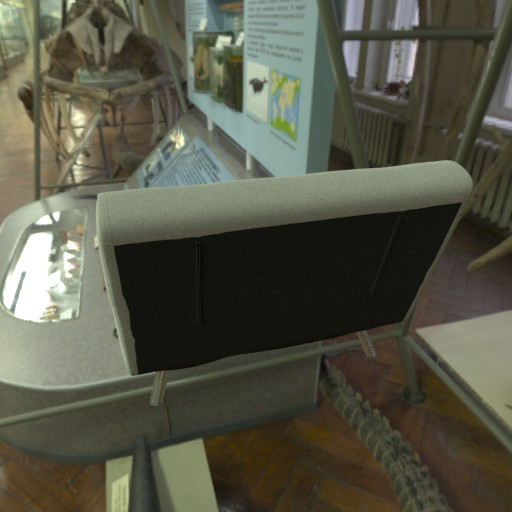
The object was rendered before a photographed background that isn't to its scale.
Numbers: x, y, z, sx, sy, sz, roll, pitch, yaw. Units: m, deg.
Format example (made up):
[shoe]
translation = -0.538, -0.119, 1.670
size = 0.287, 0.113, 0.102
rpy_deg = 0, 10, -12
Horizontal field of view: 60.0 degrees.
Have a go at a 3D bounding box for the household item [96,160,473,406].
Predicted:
[household item]
translation = 0.000, 0.000, 1.601
size = 1.000, 0.800, 0.874
rpy_deg = -8, 28, -15
